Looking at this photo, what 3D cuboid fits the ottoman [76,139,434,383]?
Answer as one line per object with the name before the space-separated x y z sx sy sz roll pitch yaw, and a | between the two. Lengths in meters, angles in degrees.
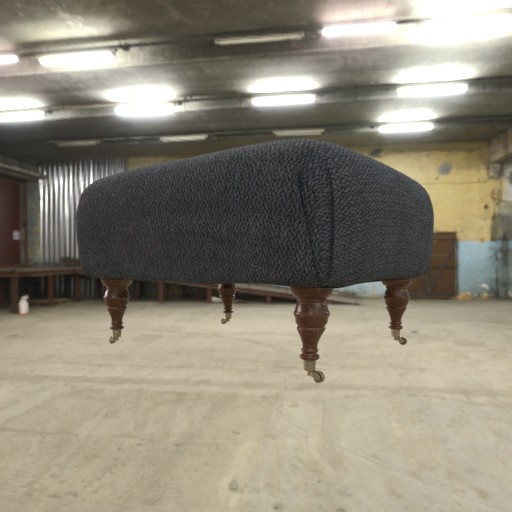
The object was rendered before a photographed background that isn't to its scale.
ottoman | 0.000 0.000 1.124 0.747 0.450 0.622 0 -1 37
